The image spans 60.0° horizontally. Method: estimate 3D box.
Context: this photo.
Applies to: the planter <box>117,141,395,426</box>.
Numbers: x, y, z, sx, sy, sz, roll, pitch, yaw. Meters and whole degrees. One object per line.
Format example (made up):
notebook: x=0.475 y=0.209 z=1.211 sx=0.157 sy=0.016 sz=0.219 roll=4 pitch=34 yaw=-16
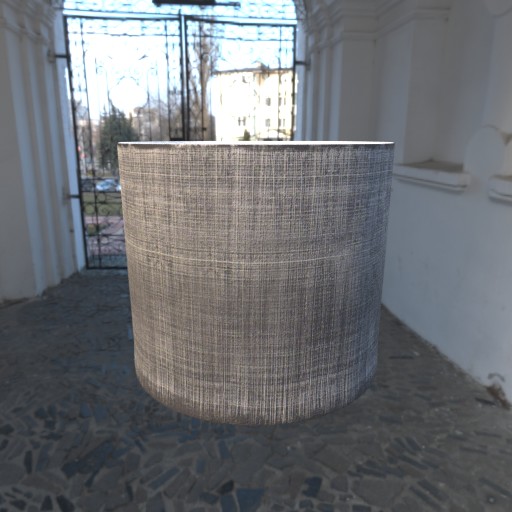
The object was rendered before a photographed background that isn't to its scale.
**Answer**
planter: x=0.000 y=0.000 z=0.317 sx=0.178 sy=0.157 sz=0.178 roll=0 pitch=15 yaw=0
